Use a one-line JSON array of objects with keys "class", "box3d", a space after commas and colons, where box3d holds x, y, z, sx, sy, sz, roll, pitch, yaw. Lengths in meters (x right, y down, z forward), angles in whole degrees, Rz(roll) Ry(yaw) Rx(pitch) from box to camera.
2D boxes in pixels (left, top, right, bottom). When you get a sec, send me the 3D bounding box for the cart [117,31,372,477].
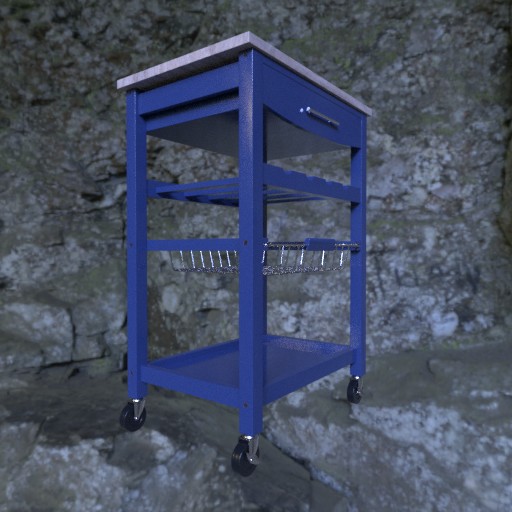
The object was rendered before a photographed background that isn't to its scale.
[{"class": "cart", "box3d": [0.000, 0.000, 1.165, 0.403, 0.839, 0.584, 1, 1, 37]}]
